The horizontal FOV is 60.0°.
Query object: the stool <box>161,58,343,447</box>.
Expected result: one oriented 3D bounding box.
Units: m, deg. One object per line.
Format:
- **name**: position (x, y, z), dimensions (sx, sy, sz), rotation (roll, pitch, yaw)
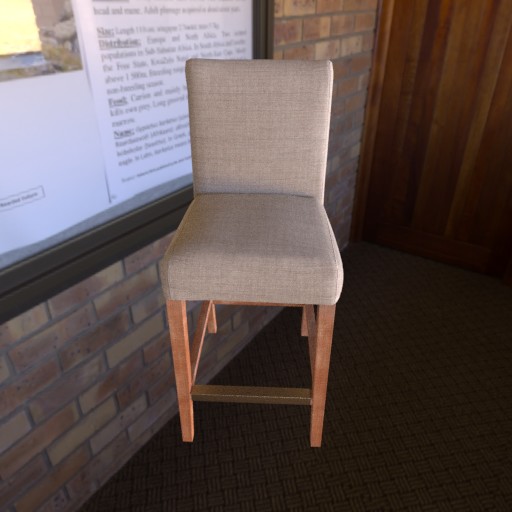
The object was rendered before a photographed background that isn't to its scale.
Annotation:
- **stool**: position (0.000, 0.000, 1.340), dimensions (0.454, 1.039, 0.567), rotation (1, 31, 2)
